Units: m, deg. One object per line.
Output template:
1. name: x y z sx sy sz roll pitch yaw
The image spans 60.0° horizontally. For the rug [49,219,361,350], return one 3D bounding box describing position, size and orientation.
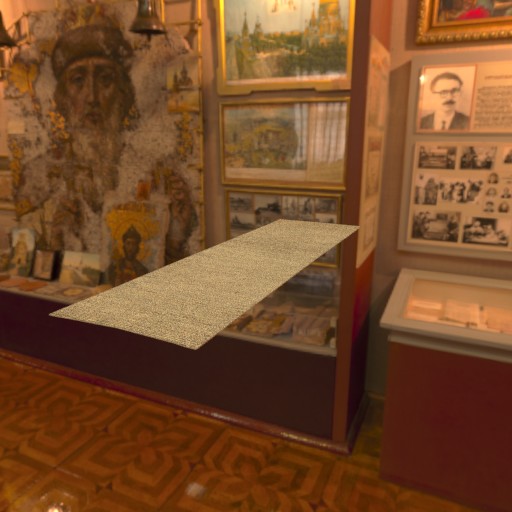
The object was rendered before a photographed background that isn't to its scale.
1. rug: 0.000 0.000 2.636 0.697 0.013 2.335 7 17 25
